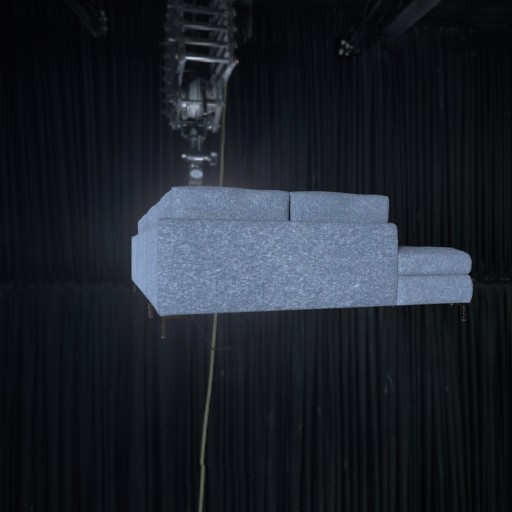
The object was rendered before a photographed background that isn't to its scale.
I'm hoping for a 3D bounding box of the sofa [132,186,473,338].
[{"bbox_3d":[0.000,0.000,3.931,2.007,0.815,2.949,0,1,-18],"label":"sofa"}]
